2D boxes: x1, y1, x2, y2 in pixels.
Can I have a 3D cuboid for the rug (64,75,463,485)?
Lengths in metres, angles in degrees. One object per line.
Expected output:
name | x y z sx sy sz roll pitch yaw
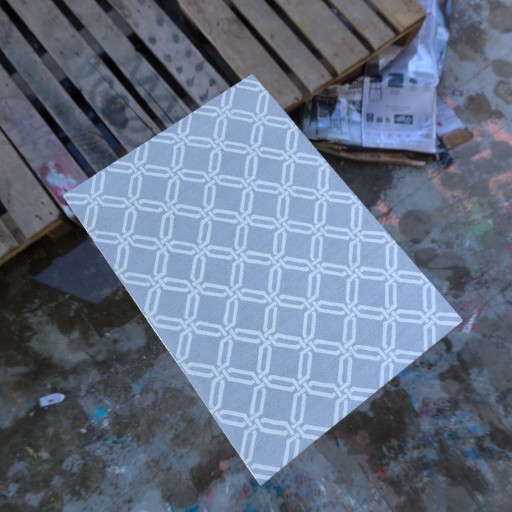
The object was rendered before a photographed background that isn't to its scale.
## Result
rug | 0.000 0.000 2.761 1.522 0.013 2.133 -36 79 -8
